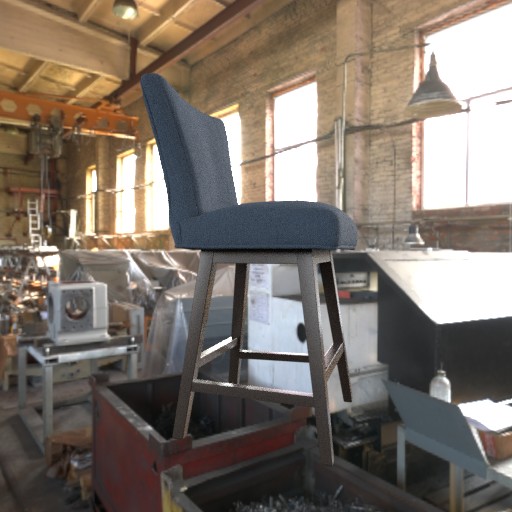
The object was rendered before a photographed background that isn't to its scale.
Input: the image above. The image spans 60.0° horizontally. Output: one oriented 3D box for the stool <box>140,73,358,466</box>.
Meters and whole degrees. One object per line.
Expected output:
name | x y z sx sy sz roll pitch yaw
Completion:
stool | 0.000 0.000 1.366 0.574 1.000 0.514 0 1 18
